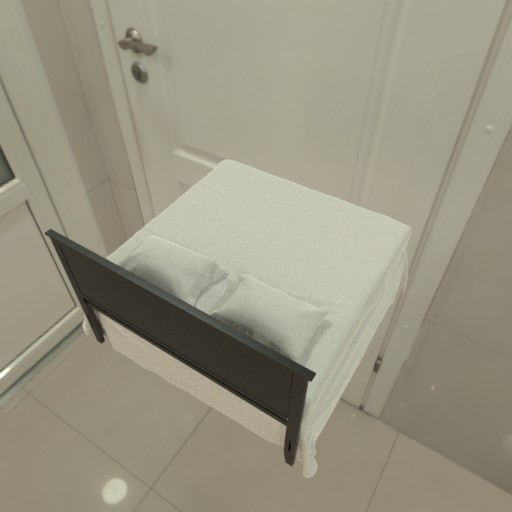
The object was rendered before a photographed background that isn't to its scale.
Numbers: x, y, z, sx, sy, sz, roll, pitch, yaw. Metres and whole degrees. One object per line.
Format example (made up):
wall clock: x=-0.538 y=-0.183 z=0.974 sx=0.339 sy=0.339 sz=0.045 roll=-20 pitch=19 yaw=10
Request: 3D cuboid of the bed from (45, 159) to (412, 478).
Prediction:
bed: x=0.000 y=0.000 z=3.686 sx=2.315 sy=1.271 sz=2.219 roll=25 pitch=51 yaw=22
